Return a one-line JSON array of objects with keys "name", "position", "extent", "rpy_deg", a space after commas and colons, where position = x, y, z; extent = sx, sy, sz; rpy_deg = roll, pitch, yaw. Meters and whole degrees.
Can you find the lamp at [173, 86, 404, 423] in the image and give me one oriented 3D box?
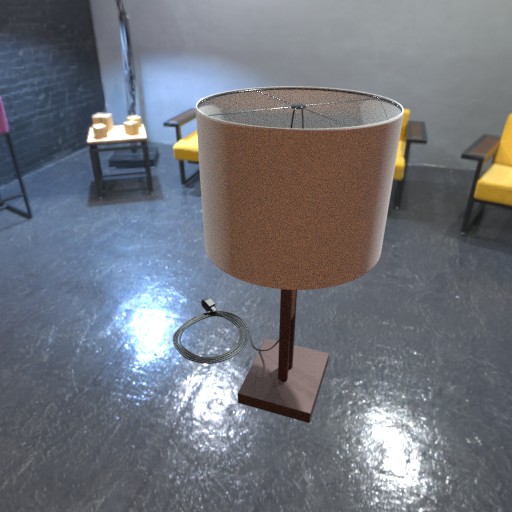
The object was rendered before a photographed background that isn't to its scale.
[{"name": "lamp", "position": [0.000, 0.000, 0.980], "extent": [0.525, 0.668, 0.396], "rpy_deg": [10, 31, 17]}]
